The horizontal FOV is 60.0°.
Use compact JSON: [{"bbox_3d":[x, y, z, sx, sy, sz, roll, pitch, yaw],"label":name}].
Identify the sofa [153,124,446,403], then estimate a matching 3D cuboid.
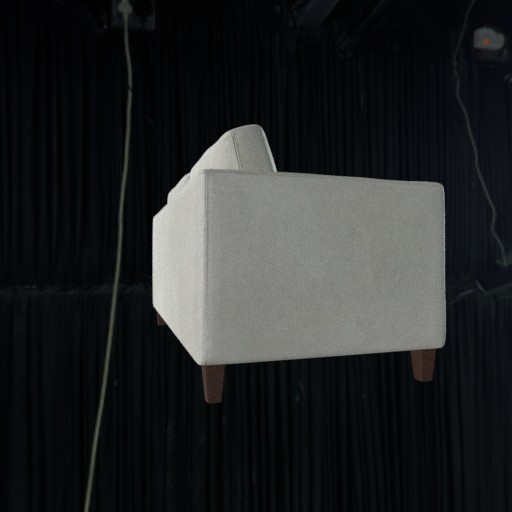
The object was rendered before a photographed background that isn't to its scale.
[{"bbox_3d":[0.000,0.000,2.358,0.950,0.940,1.846,0,0,-18],"label":"sofa"}]
